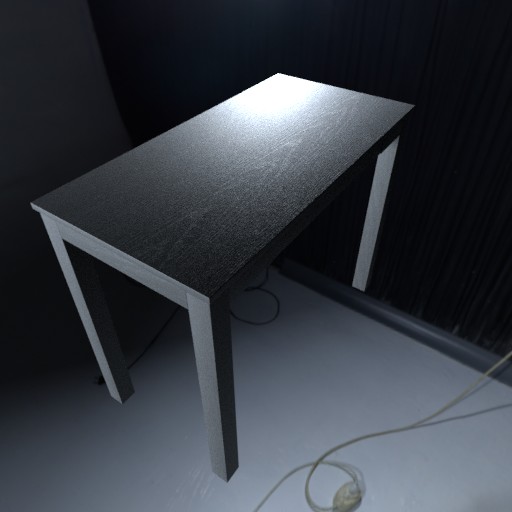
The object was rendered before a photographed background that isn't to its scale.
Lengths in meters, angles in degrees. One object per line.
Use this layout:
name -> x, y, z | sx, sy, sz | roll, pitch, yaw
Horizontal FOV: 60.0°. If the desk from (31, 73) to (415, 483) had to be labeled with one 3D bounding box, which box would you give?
desk -> 0.000, 0.000, 1.407 | 0.499, 0.762, 0.991 | 24, 47, 26
